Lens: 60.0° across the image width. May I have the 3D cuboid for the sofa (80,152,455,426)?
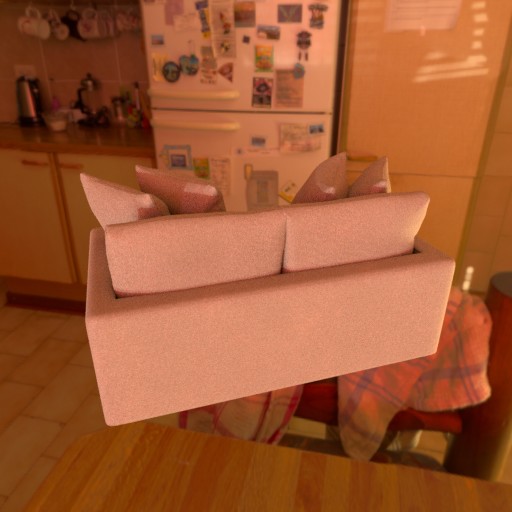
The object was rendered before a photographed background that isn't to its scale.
[{"bbox_3d":[0.000,0.000,2.644,1.869,1.080,1.228,-8,27,-16],"label":"sofa"}]
